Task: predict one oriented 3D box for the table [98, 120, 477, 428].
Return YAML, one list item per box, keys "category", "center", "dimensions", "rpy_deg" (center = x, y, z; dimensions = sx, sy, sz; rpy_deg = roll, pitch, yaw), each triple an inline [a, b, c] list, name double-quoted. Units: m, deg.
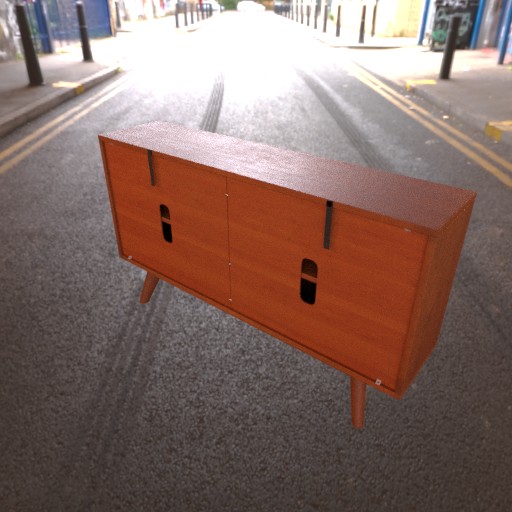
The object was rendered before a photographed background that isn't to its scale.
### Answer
- category: "table"
  center: [0.000, 0.000, 1.534]
  dimensions: [1.220, 0.698, 0.308]
  rpy_deg: [22, 37, 33]
